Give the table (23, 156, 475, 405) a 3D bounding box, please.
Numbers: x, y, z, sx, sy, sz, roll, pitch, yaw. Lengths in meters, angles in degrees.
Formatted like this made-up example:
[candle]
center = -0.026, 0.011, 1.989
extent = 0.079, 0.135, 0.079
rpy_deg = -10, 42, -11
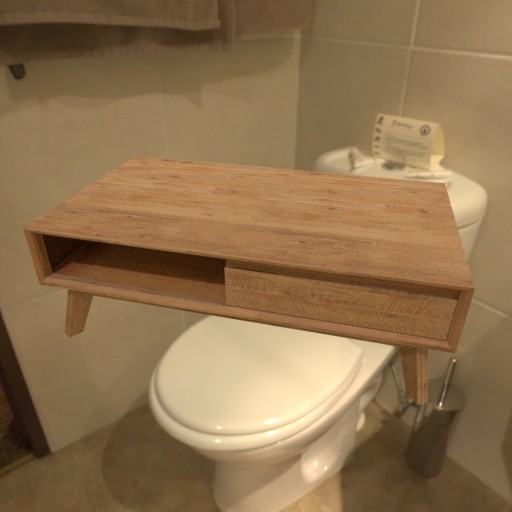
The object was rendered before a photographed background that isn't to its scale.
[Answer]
[table]
center = 0.000, 0.000, 2.041
extent = 1.619, 0.531, 0.918
rpy_deg = 8, 31, 13
